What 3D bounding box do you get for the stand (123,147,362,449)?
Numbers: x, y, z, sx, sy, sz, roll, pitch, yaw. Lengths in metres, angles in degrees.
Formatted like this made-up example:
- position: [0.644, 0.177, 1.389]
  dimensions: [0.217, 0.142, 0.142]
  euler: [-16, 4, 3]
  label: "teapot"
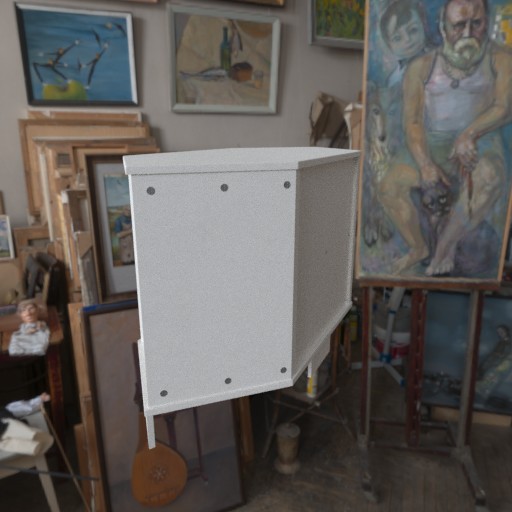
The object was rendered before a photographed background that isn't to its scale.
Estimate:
- position: [0.000, 0.000, 1.352]
  dimensions: [0.477, 0.614, 1.072]
  euler: [8, 18, 25]
  label: "stand"
